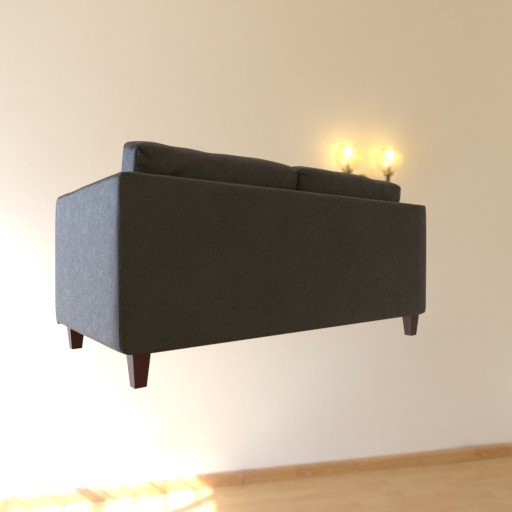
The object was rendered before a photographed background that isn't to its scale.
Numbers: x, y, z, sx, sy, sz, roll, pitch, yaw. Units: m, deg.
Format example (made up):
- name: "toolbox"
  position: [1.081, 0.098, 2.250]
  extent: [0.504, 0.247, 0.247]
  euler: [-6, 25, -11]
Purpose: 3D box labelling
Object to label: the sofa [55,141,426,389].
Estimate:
- name: "sofa"
  position: [0.000, 0.000, 2.436]
  extent: [1.883, 0.933, 0.951]
  euler: [0, 0, -37]
